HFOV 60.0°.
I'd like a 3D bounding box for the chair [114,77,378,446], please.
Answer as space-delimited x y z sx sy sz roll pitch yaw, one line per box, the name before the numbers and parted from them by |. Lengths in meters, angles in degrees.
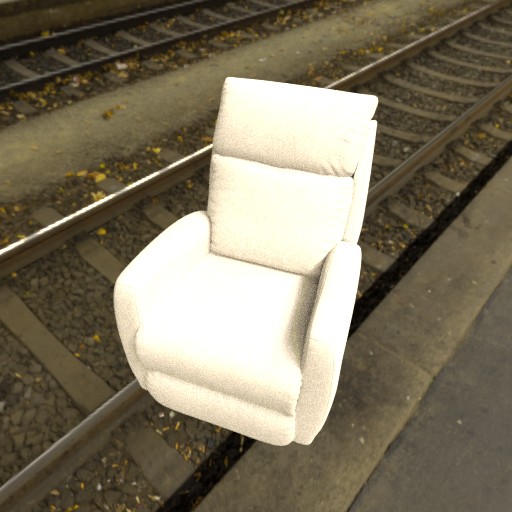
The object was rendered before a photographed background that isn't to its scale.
chair | 0.000 0.000 1.679 0.812 1.015 0.941 14 43 15
